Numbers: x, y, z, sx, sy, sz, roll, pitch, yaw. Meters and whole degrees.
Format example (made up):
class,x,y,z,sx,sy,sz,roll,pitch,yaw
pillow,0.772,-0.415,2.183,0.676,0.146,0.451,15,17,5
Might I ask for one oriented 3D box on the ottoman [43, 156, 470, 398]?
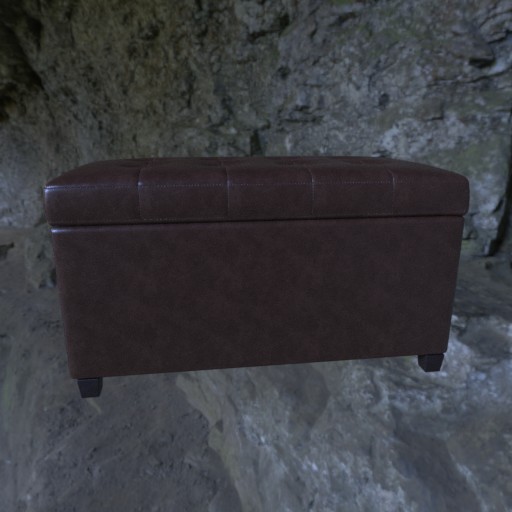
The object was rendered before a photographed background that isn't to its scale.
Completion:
class,x,y,z,sx,sy,sz,roll,pitch,yaw
ottoman,0.000,0.000,1.101,0.838,0.470,0.432,-2,17,-7
